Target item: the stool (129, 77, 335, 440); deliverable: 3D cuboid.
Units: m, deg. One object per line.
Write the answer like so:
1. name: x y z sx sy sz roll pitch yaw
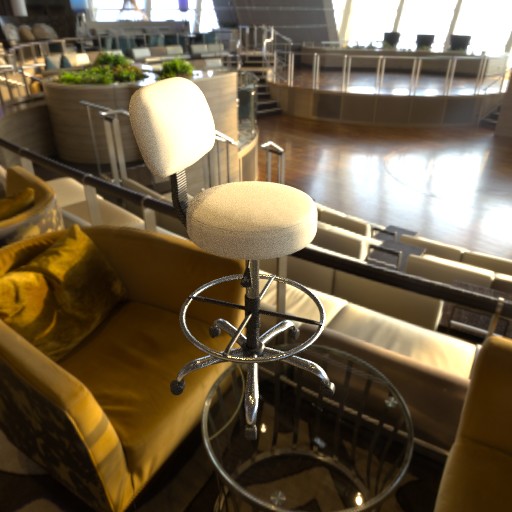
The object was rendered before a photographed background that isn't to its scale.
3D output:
1. stool: 0.000 0.000 1.483 0.616 1.080 0.609 10 30 17
